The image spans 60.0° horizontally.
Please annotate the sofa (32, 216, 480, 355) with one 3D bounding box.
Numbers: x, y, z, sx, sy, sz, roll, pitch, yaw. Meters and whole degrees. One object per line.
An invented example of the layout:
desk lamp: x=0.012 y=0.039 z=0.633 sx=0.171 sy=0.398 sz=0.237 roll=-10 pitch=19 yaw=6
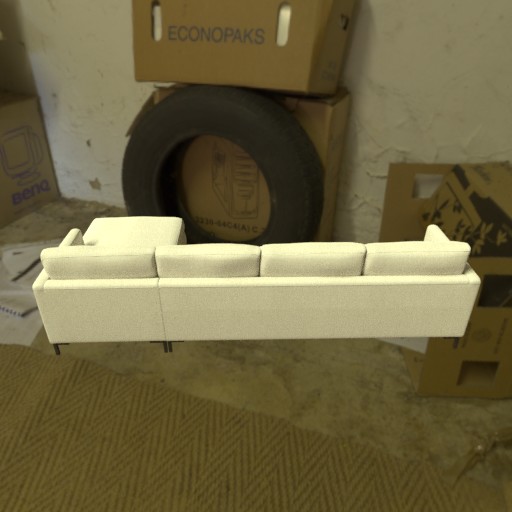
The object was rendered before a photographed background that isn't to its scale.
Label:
sofa: x=0.000 y=0.000 z=2.917 sx=2.445 sy=0.677 sz=1.126 roll=-1 pitch=31 yaw=-1
